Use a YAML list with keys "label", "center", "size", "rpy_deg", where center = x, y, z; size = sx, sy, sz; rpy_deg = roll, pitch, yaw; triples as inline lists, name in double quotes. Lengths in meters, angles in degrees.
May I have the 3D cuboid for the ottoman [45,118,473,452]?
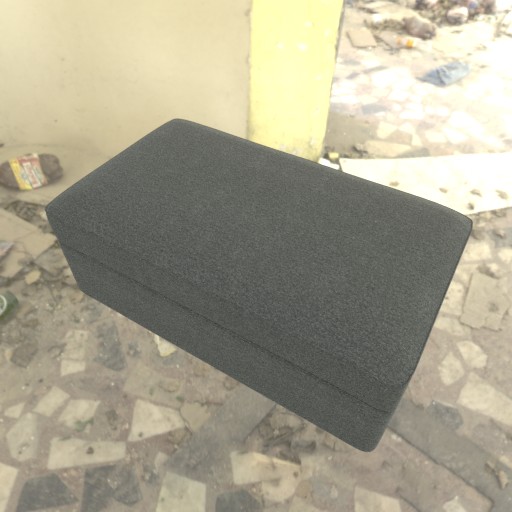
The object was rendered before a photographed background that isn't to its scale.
- label: "ottoman"
  center: [0.000, 0.000, 1.499]
  size: [1.173, 0.494, 0.681]
  rpy_deg: [24, 51, 21]
